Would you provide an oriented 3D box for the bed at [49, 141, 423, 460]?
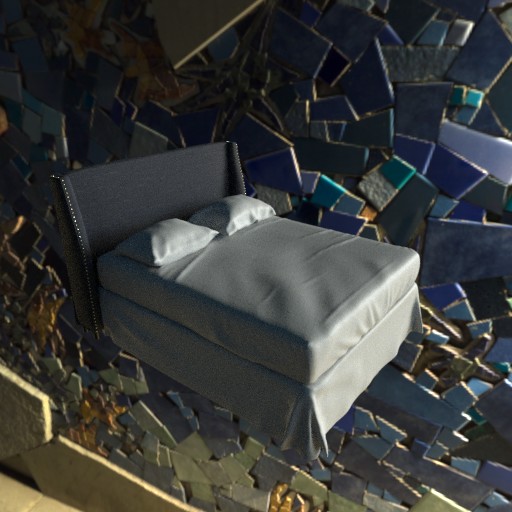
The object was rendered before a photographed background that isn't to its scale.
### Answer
[{"bbox_3d":[0.000,0.000,3.438,2.276,1.332,1.925,17,29,34],"label":"bed"}]
